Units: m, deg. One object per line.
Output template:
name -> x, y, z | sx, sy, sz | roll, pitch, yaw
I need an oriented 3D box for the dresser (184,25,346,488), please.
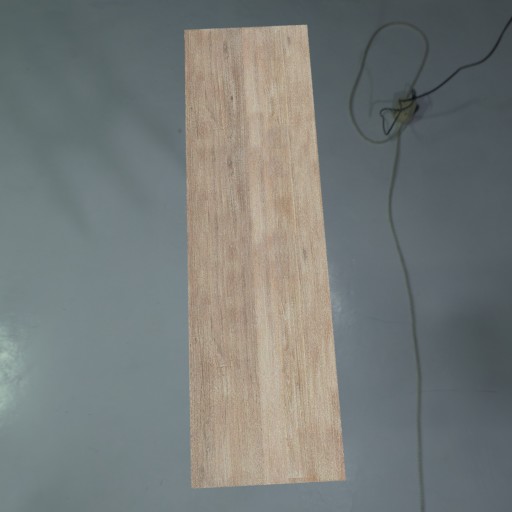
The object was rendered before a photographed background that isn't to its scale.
dresser -> 0.000, 0.000, 1.860 | 0.455, 0.805, 1.554 | -3, 77, -1
